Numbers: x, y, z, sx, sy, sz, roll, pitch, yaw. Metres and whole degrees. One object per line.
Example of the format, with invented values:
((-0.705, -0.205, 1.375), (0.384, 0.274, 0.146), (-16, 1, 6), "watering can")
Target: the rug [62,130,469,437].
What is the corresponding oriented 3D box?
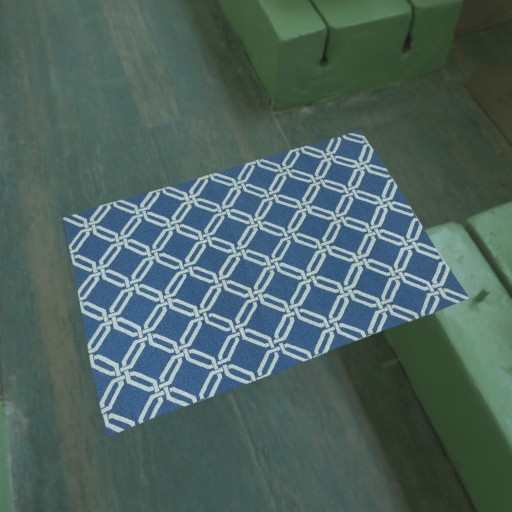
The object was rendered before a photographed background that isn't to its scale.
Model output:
((0.000, 0.000, 2.216), (1.755, 0.010, 1.153), (-18, 63, -10), "rug")
